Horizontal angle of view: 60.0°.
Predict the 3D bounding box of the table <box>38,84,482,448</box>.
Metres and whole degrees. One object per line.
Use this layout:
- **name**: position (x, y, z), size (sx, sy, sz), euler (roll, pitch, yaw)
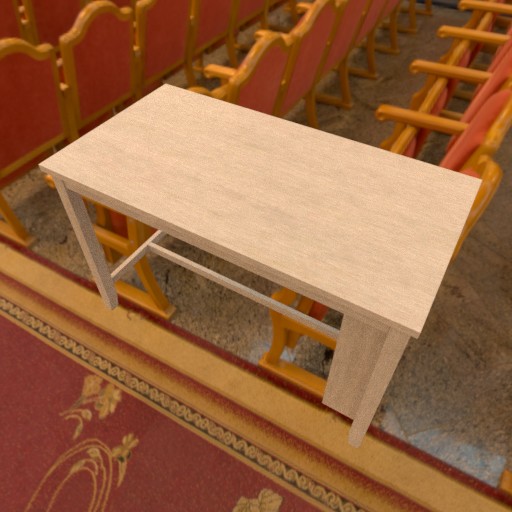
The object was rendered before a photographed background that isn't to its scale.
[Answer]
- **table**: position (0.000, 0.000, 1.890), size (1.397, 0.874, 0.729), euler (24, 51, 20)
